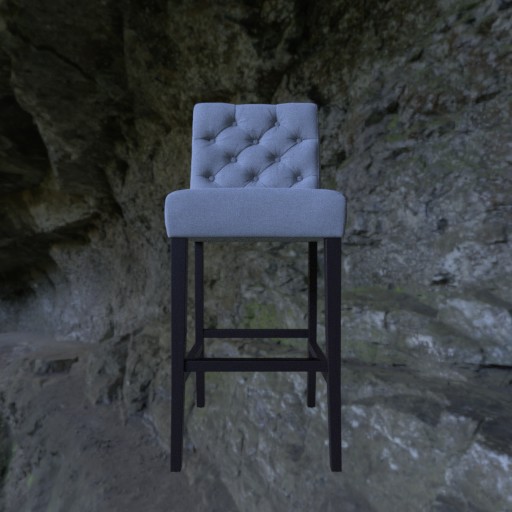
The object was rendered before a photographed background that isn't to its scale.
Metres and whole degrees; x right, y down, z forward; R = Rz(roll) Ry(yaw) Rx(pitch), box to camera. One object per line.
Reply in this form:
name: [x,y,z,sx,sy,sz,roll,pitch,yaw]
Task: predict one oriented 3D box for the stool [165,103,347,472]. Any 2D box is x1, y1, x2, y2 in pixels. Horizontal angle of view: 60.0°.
stool: [0.000,0.000,1.447,0.493,1.140,0.601,0,1,0]
